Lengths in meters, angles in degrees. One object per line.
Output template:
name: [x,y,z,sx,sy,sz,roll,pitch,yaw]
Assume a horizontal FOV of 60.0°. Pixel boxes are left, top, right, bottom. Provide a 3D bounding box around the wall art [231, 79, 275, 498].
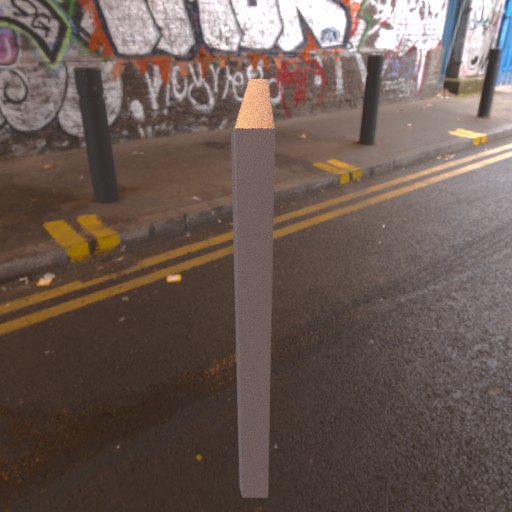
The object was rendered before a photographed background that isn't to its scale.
wall art: [0.000,0.000,0.507,0.028,0.349,0.349,0,26,1]
